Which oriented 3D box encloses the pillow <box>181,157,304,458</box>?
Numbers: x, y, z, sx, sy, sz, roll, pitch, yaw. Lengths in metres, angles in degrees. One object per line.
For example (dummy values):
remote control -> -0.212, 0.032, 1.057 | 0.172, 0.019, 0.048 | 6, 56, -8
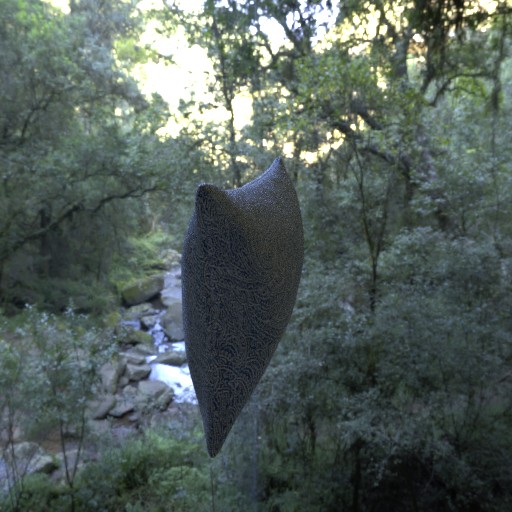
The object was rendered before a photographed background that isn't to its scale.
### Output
pillow -> 0.000, 0.000, 0.727 | 0.151, 0.295, 0.615 | 3, 15, 9
